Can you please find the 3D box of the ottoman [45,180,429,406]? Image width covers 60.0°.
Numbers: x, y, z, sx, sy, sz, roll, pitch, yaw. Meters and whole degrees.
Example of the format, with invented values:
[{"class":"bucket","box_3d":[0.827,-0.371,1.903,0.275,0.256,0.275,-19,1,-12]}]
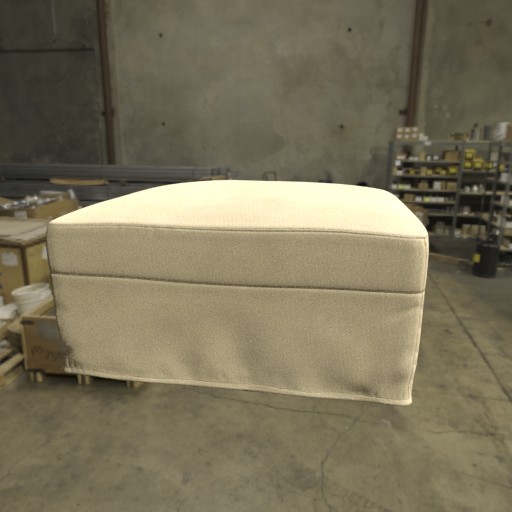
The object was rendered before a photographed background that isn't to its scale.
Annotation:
[{"class":"ottoman","box_3d":[0.000,0.000,1.337,0.842,0.441,0.843,3,14,10]}]
